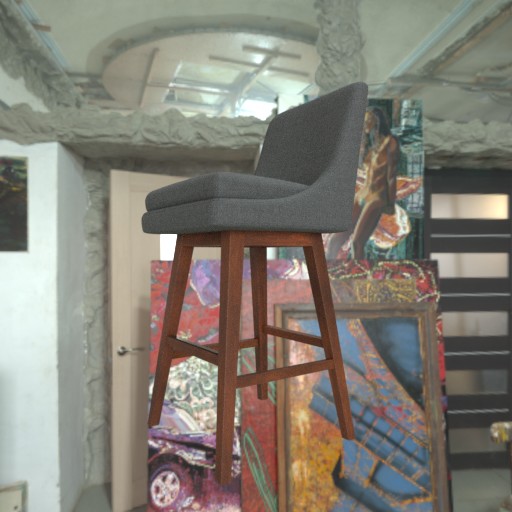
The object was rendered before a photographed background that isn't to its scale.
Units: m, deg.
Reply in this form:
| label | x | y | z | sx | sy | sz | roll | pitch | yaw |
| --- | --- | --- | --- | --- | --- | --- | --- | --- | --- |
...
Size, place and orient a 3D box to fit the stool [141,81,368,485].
| label | x | y | z | sx | sy | sz | roll | pitch | yaw |
| --- | --- | --- | --- | --- | --- | --- | --- | --- | --- |
| stool | 0.000 | 0.000 | 1.256 | 0.524 | 0.977 | 0.447 | 0 | 0 | -35 |
